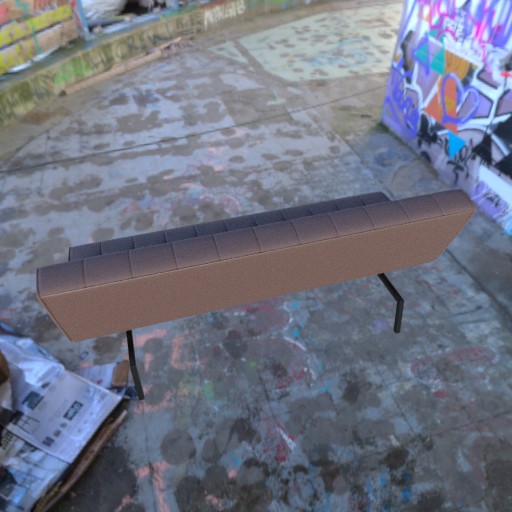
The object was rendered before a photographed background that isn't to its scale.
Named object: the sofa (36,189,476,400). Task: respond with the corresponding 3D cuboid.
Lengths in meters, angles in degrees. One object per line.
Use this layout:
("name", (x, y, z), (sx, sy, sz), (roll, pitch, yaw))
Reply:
("sofa", (0.000, 0.000, 2.081), (1.703, 0.699, 0.747), (-11, 43, -13))
